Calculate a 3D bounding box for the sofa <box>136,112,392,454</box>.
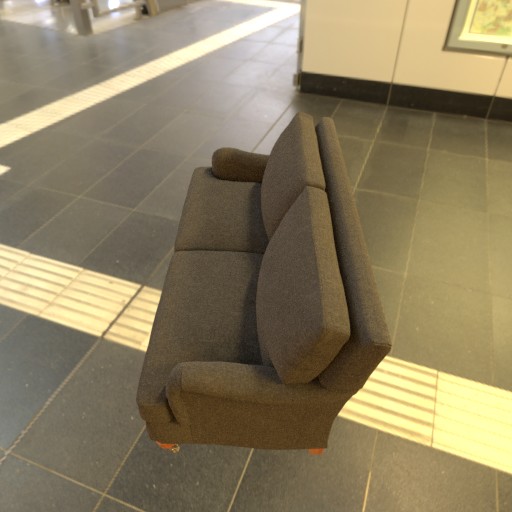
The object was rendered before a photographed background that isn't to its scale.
[{"bbox_3d":[0.000,0.000,2.768,1.087,1.054,2.160,1,41,1],"label":"sofa"}]
